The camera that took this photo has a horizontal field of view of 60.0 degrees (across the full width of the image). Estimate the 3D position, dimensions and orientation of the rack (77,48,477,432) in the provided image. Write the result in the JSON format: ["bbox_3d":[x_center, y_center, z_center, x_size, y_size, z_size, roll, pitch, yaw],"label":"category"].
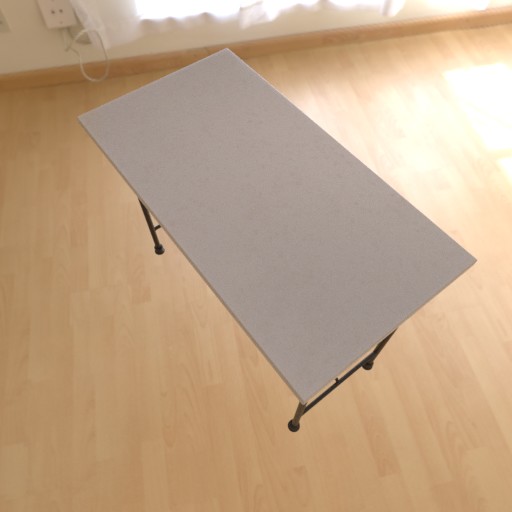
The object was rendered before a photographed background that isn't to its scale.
[{"bbox_3d":[0.000,0.000,1.706,0.613,0.880,1.159,-33,65,-18],"label":"rack"}]
